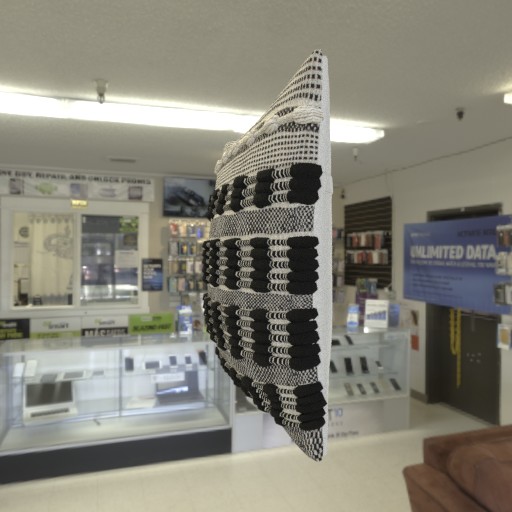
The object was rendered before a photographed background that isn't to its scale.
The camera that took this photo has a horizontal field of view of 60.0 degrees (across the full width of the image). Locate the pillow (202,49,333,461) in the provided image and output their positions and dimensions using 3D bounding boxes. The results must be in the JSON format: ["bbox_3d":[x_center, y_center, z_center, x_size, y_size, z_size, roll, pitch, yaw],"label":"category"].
[{"bbox_3d":[0.000,0.000,0.668,0.156,0.438,0.436,0,1,-17],"label":"pillow"}]
